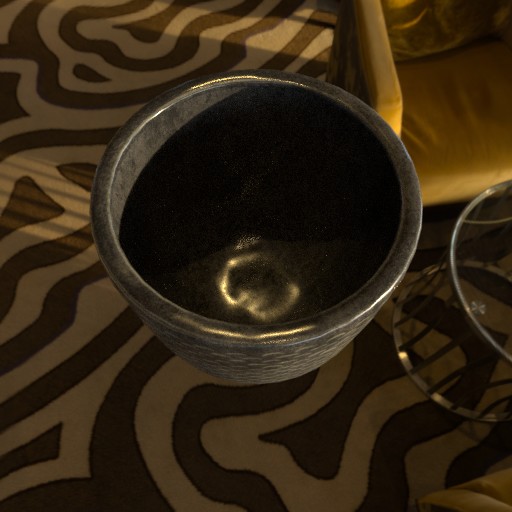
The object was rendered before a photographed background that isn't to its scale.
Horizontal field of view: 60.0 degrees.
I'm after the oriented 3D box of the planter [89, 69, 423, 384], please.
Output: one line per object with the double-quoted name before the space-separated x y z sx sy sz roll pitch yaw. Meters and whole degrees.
"planter" 0.000 0.000 0.345 0.197 0.191 0.197 0 64 0
